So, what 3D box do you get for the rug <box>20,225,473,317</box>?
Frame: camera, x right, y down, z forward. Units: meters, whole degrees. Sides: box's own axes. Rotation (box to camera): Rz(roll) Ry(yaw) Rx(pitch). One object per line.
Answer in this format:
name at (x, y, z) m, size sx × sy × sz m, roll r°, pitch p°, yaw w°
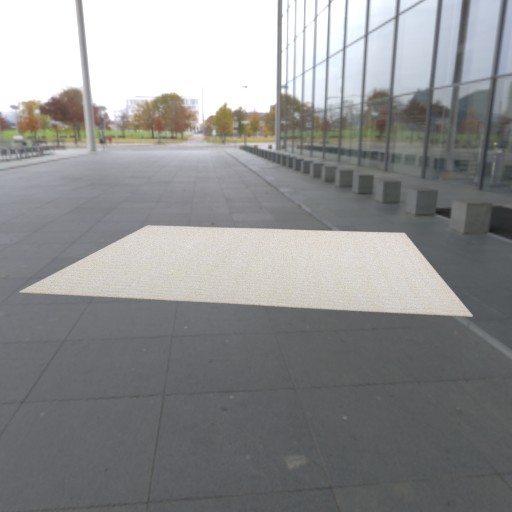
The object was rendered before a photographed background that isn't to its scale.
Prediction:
rug at (0.000, 0.000, 4.085) m, size 3.055 × 0.021 × 2.410 m, roll 2°, pitch 15°, yaw 8°
